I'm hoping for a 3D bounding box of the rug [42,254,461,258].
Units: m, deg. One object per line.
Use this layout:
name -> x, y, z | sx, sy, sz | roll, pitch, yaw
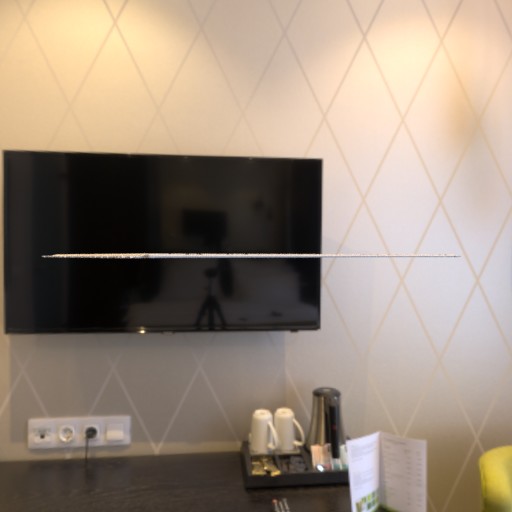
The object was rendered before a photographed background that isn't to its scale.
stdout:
rug -> 0.000, 0.000, 2.323 | 1.847, 0.014, 1.230 | 0, 0, -36
